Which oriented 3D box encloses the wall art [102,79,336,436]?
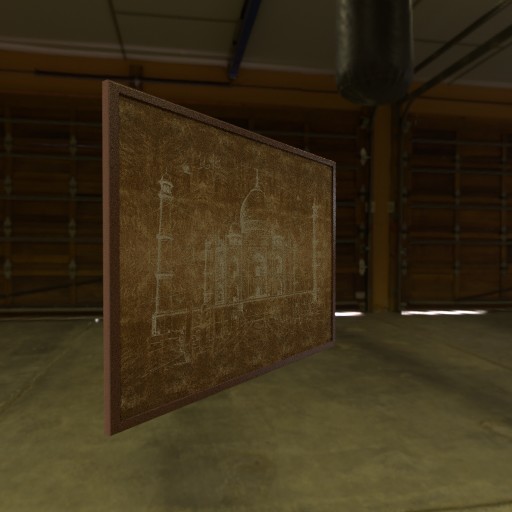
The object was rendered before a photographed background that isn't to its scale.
[{"bbox_3d":[0.000,0.000,0.836,0.014,0.455,0.660,1,1,36],"label":"wall art"}]
